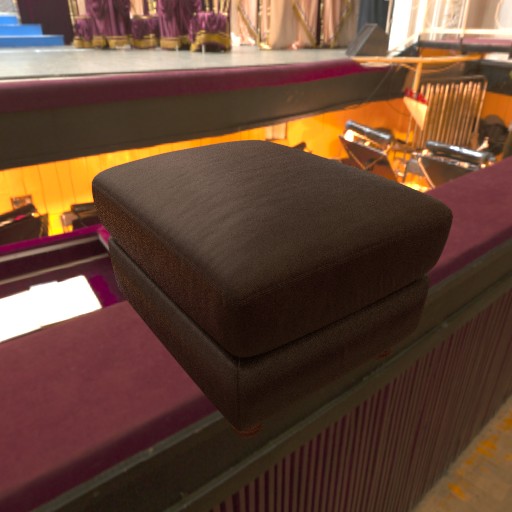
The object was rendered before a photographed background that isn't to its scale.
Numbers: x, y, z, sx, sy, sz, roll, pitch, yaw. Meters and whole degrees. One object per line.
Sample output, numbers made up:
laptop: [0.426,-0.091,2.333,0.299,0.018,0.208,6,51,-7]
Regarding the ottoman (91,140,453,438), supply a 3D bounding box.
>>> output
ottoman: [0.000,0.000,1.286,0.670,0.569,0.806,-19,33,-31]
